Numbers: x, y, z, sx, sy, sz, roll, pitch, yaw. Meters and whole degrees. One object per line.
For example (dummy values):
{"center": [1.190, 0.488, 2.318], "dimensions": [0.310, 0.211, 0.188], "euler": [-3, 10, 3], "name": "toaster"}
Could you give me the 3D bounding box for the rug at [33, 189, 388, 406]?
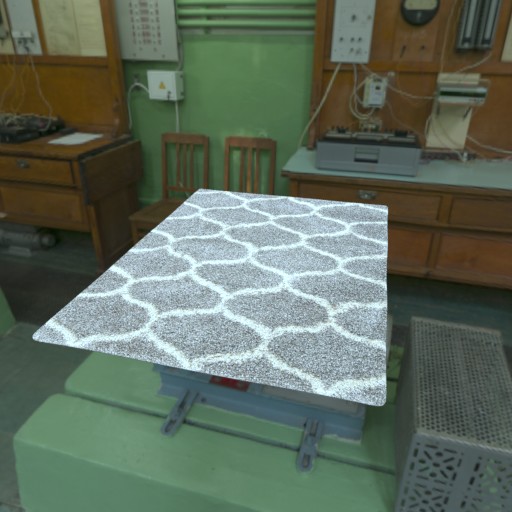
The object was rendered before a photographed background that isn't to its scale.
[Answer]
{"center": [0.000, 0.000, 2.092], "dimensions": [1.200, 0.025, 1.600], "euler": [7, 29, 13], "name": "rug"}
